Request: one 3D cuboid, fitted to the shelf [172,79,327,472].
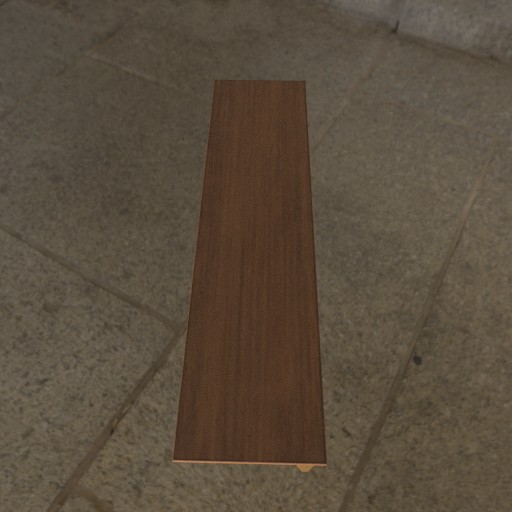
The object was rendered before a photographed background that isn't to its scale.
[{"bbox_3d":[0.000,0.000,0.720,0.166,0.190,0.636,1,58,1],"label":"shelf"}]
